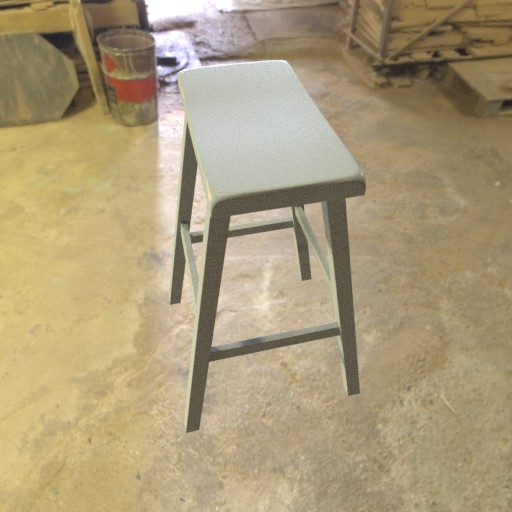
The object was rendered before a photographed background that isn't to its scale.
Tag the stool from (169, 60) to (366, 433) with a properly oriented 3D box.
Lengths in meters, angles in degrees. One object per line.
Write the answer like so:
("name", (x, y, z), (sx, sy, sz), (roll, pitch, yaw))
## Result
("stool", (0.000, 0.000, 1.062), (0.476, 0.737, 0.457), (-10, 47, -9))
